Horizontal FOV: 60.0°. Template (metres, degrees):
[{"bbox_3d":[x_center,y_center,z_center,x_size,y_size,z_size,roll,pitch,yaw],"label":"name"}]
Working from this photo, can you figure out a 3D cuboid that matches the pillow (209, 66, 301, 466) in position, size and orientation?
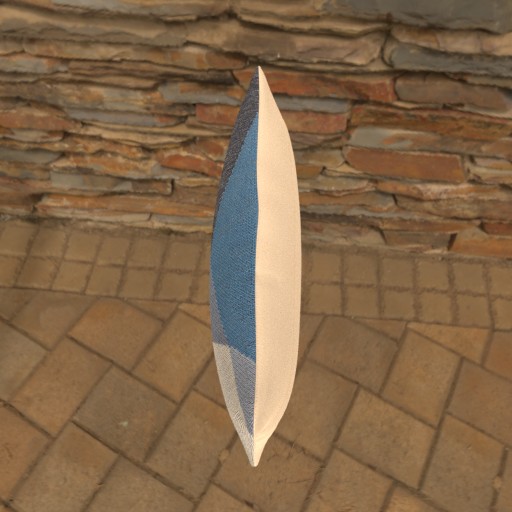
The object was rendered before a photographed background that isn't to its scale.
[{"bbox_3d":[0.000,0.000,0.734,0.148,0.307,0.604,1,59,0],"label":"pillow"}]
